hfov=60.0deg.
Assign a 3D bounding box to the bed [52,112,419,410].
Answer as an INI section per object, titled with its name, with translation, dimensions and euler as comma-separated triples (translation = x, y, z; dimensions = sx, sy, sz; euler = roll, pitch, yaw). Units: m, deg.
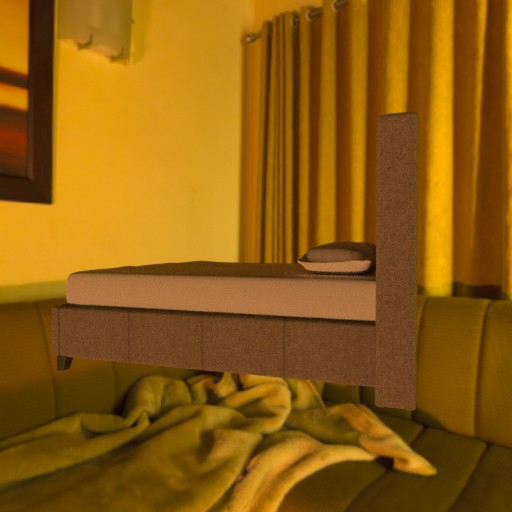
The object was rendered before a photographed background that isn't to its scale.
[bed]
translation = 0.000, 0.000, 3.325
dimensions = 2.245, 1.481, 1.714
euler = 1, 2, 19
